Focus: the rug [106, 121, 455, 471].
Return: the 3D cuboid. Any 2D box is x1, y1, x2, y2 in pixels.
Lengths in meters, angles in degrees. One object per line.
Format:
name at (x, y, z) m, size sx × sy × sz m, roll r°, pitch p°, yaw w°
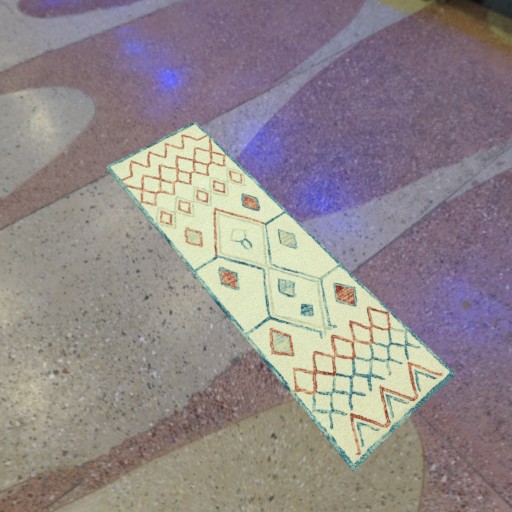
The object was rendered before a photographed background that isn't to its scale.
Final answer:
rug at (0.000, 0.000, 2.702) m, size 0.750 × 0.011 × 2.435 m, roll -34°, pitch 64°, yaw -19°
